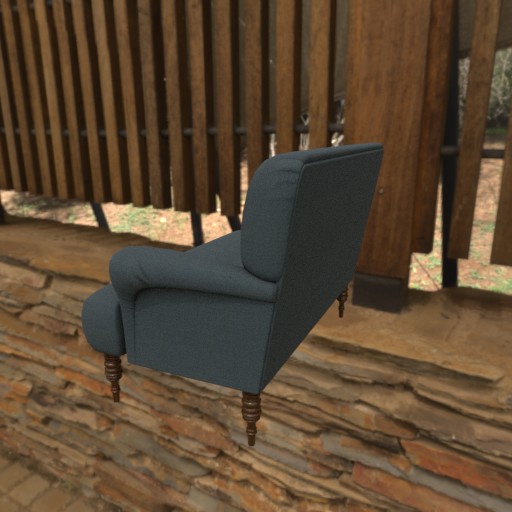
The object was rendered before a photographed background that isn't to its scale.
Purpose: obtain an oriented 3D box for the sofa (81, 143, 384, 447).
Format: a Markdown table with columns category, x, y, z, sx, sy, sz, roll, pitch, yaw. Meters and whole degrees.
| category | x | y | z | sx | sy | sz | roll | pitch | yaw |
| --- | --- | --- | --- | --- | --- | --- | --- | --- | --- |
| sofa | 0.000 | 0.000 | 1.823 | 0.779 | 0.889 | 1.297 | 7 | 17 | 24 |
